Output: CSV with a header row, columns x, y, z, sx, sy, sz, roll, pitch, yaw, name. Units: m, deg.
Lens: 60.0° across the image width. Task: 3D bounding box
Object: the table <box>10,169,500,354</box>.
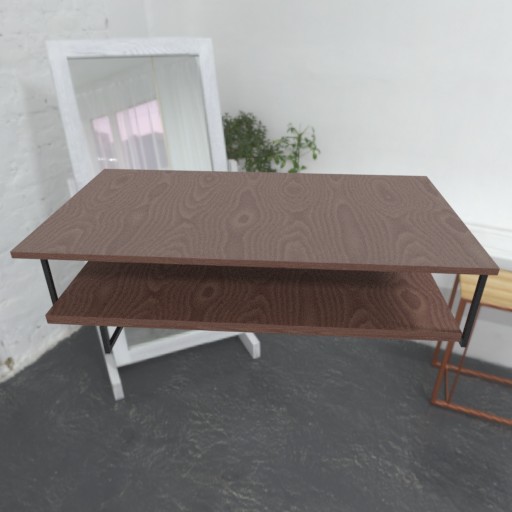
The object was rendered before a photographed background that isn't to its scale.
x,y,z,sx,sy,sz,roll,pitch,yaw,name
0.000,0.000,1.446,1.197,0.347,0.651,2,30,3,table
